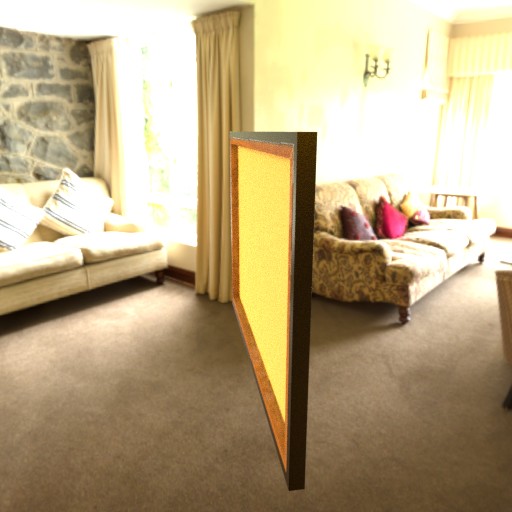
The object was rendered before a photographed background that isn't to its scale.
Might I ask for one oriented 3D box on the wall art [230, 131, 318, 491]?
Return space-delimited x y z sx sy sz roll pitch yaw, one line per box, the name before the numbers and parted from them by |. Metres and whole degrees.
wall art | 0.000 0.000 0.825 0.022 0.446 0.659 -3 16 -9
